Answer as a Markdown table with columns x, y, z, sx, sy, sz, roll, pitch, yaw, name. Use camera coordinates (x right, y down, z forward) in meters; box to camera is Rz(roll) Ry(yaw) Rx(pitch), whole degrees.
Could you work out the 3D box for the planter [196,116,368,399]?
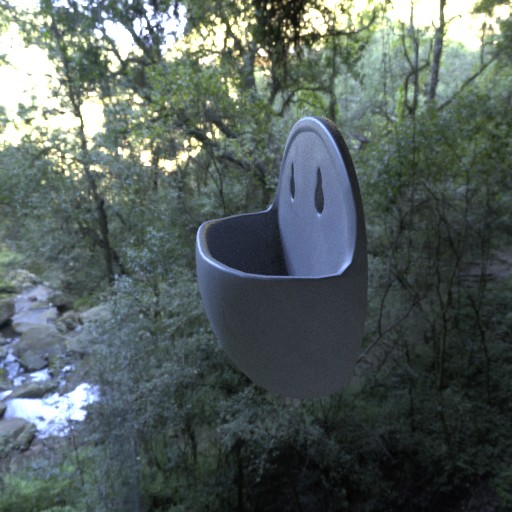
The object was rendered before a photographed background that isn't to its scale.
| x | y | z | sx | sy | sz | roll | pitch | yaw | name |
| --- | --- | --- | --- | --- | --- | --- | --- | --- | --- |
| 0.000 | 0.000 | 0.271 | 0.073 | 0.164 | 0.190 | -2 | 14 | -8 | planter |
